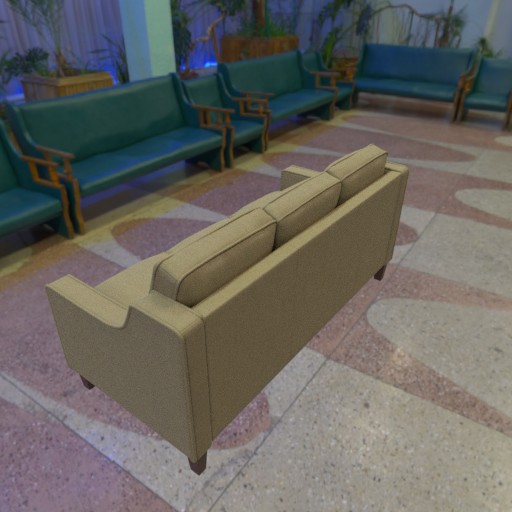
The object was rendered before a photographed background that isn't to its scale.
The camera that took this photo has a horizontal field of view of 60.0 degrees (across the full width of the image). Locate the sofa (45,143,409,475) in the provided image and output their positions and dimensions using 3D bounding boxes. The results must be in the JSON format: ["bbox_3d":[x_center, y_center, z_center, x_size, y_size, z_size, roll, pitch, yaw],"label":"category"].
[{"bbox_3d":[0.000,0.000,2.505,0.911,0.974,1.986,21,37,31],"label":"sofa"}]
